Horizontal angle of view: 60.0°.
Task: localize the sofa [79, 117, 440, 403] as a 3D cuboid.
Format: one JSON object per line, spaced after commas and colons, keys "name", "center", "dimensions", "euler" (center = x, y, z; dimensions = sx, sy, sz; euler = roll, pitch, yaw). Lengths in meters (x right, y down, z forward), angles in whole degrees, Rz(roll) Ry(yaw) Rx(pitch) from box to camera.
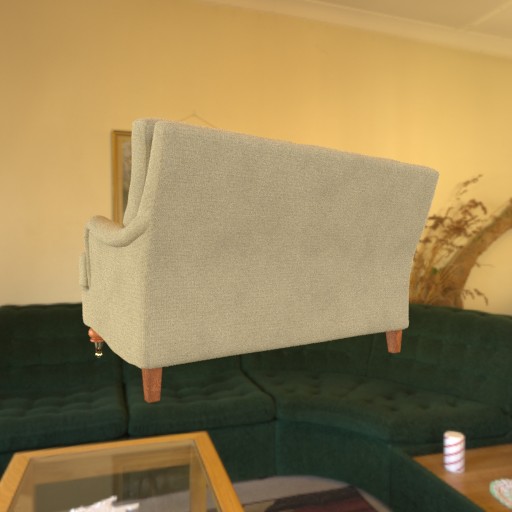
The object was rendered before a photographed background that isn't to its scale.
{"name": "sofa", "center": [0.000, 0.000, 2.173], "dimensions": [1.480, 0.999, 1.087], "euler": [0, 1, -34]}
